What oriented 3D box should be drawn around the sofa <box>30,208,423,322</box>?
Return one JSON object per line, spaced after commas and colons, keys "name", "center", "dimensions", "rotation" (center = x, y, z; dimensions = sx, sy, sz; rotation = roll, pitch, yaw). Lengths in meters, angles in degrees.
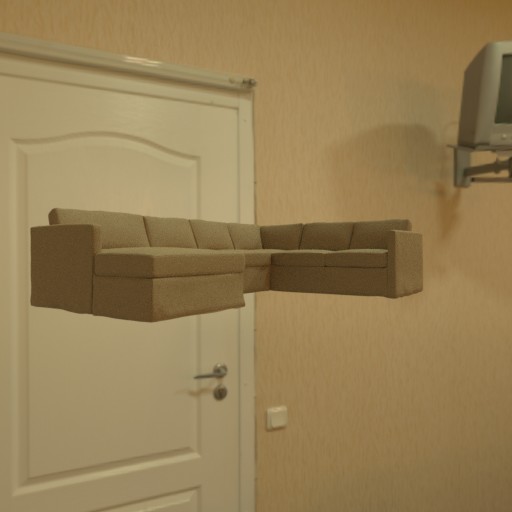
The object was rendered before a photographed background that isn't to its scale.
{"name": "sofa", "center": [0.000, 0.000, 4.606], "dimensions": [2.476, 0.878, 3.528], "rotation": [0, 1, 36]}
